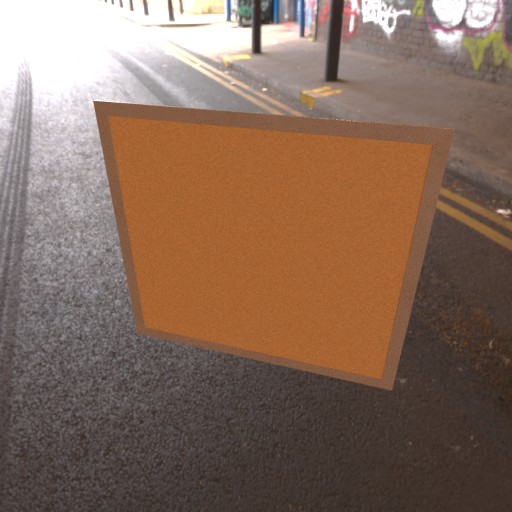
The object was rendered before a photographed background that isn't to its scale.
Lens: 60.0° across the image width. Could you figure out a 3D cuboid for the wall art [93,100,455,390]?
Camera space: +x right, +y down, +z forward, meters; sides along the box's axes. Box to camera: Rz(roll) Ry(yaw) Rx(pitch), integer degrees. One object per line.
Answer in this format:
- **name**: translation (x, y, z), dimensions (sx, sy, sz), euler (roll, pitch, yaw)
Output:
- **wall art**: translation (0.000, 0.000, 1.678), dimensions (1.168, 1.067, 0.025), euler (9, 33, 14)
